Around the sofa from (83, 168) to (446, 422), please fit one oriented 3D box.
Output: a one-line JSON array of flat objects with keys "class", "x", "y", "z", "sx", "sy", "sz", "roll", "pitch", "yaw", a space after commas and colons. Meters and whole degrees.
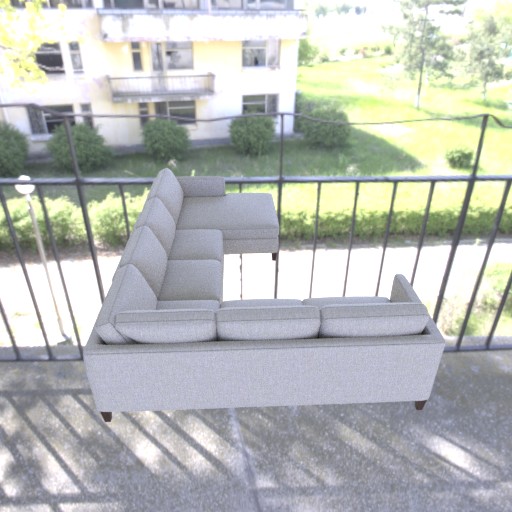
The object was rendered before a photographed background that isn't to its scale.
[{"class": "sofa", "x": 0.000, "y": 0.000, "z": 4.603, "sx": 2.551, "sy": 0.889, "sz": 3.403, "roll": -1, "pitch": 30, "yaw": -2}]
